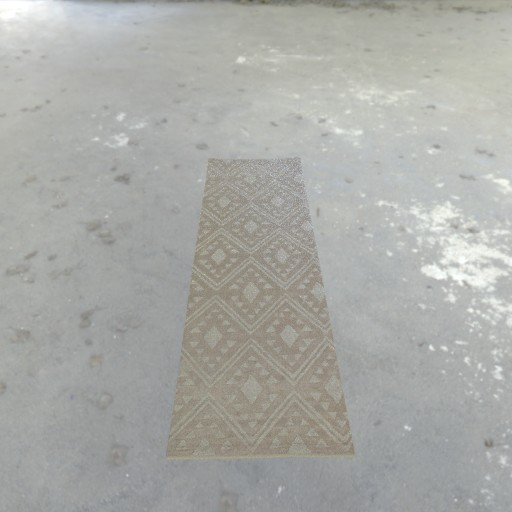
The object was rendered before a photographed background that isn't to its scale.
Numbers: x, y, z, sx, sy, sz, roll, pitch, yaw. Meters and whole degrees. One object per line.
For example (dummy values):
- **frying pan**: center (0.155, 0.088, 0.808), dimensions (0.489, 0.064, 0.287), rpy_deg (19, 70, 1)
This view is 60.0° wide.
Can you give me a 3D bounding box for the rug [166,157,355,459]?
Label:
- **rug**: center (0.000, 0.000, 2.675), dimensions (0.752, 0.051, 2.452), rpy_deg (0, 40, -1)
